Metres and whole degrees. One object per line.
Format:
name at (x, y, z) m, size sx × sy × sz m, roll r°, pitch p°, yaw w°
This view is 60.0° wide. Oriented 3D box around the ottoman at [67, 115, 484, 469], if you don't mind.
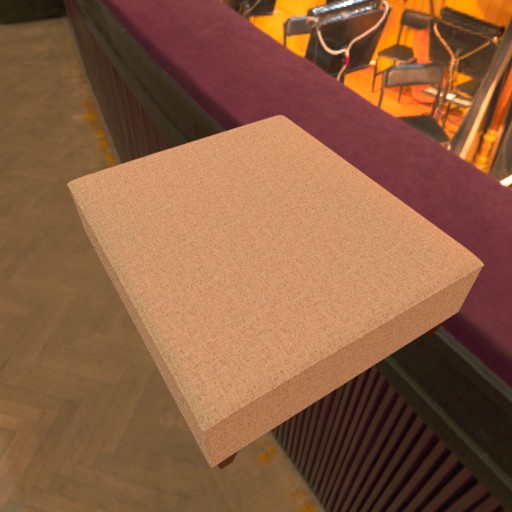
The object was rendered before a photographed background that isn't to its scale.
ottoman at (0.000, 0.000, 1.231) m, size 0.736 × 0.303 × 0.835 m, roll -24°, pitch 50°, yaw -22°
